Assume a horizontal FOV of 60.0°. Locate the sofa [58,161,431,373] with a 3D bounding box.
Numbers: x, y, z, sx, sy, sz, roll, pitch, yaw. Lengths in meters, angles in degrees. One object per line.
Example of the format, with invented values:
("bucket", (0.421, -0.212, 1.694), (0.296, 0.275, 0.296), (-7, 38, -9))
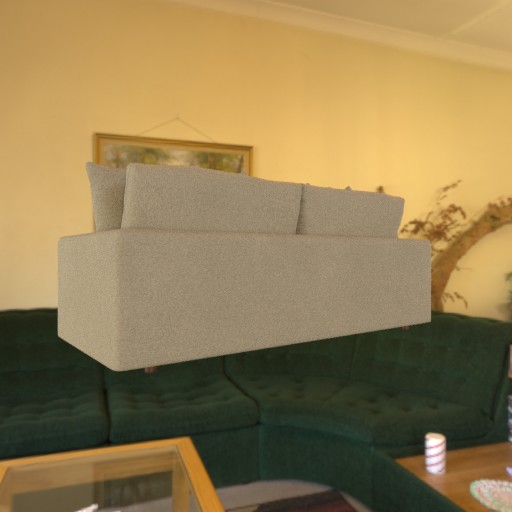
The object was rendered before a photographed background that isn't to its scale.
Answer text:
("sofa", (0.000, 0.000, 3.070), (2.380, 1.084, 1.228), (0, 0, -37))
